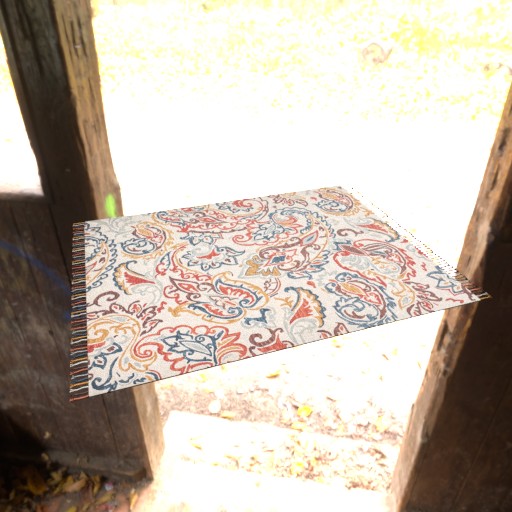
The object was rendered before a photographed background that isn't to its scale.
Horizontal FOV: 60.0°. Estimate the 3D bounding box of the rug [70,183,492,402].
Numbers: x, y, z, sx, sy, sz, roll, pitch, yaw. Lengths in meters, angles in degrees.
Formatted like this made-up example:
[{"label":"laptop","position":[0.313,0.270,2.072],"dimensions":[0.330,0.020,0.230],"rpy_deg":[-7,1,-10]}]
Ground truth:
[{"label":"rug","position":[0.000,0.000,4.170],"dimensions":[3.274,0.015,2.439],"rpy_deg":[-10,34,-16]}]
